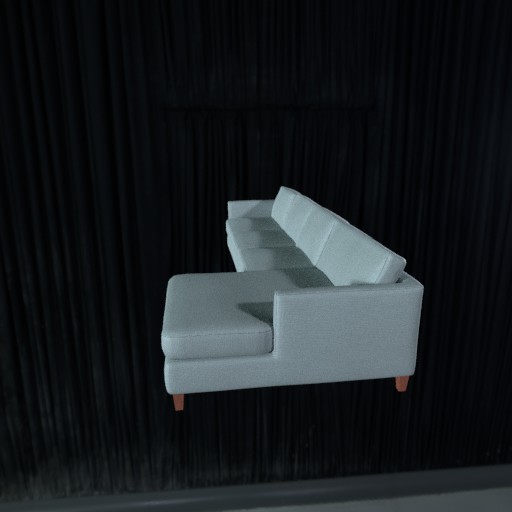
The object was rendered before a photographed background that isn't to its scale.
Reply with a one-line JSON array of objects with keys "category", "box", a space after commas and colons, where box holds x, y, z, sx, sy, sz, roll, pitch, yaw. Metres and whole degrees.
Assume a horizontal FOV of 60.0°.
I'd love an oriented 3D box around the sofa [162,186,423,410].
[{"category": "sofa", "box": [0.000, 0.000, 4.262, 1.604, 0.950, 3.471, -2, 16, -8]}]
